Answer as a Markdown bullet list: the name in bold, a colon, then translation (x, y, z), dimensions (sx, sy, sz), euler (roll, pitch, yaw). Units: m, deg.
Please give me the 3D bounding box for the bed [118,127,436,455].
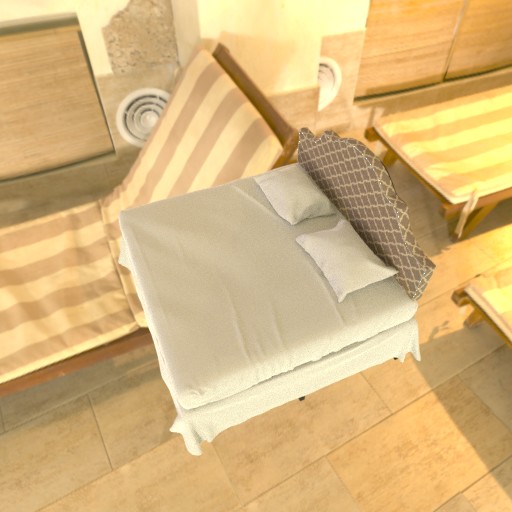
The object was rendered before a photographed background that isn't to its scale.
- **bed**: translation (0.000, 0.000, 3.783), dimensions (2.222, 1.601, 2.314), euler (-18, 51, -15)
